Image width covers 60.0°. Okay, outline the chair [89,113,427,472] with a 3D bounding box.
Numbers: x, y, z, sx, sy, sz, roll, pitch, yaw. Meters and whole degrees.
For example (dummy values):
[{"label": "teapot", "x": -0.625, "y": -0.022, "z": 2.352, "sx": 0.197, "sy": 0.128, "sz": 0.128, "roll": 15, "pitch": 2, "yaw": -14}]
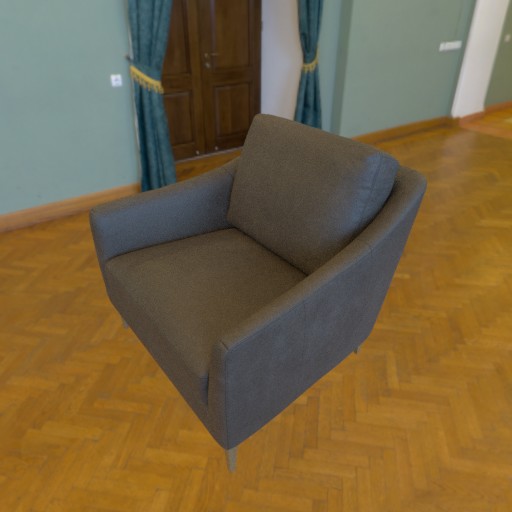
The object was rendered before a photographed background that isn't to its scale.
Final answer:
[{"label": "chair", "x": 0.000, "y": 0.000, "z": 1.712, "sx": 0.961, "sy": 0.901, "sz": 0.988, "roll": -21, "pitch": 38, "yaw": -30}]
